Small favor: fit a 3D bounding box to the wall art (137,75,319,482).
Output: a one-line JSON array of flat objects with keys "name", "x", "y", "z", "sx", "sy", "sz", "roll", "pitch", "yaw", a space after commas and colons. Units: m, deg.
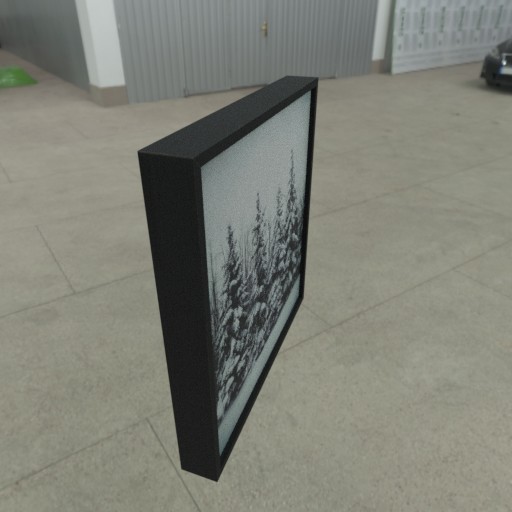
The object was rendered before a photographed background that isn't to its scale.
[{"name": "wall art", "x": 0.000, "y": 0.000, "z": 0.457, "sx": 0.037, "sy": 0.305, "sz": 0.305, "roll": 11, "pitch": 32, "yaw": 17}]
